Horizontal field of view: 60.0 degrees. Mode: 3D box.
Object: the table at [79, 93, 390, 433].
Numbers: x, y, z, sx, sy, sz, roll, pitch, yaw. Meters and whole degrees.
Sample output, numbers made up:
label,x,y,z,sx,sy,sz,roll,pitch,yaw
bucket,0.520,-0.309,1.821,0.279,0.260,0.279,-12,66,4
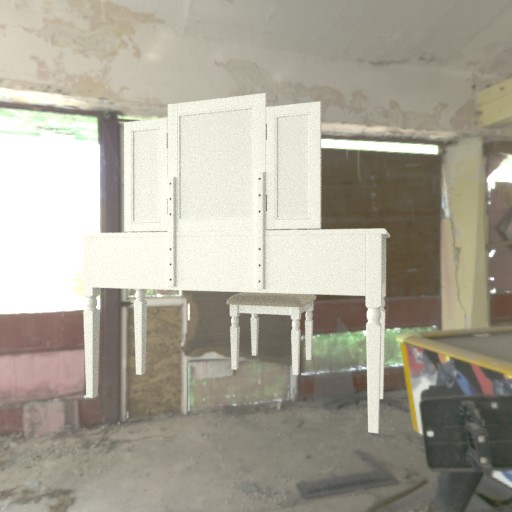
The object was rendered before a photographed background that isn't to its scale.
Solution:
label,x,y,z,sx,sy,sz,roll,pitch,yaw
table,0.000,0.000,2.354,1.369,1.310,1.115,0,1,18
